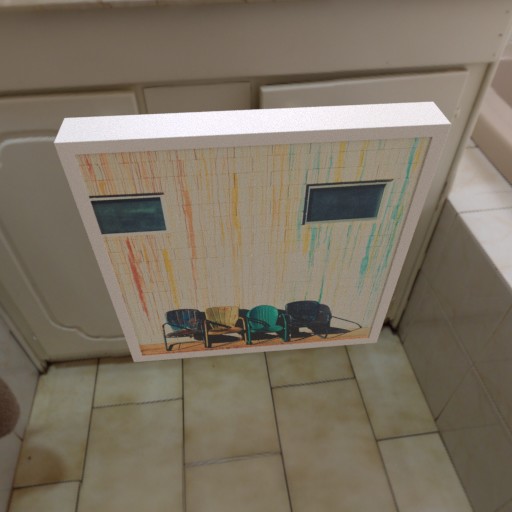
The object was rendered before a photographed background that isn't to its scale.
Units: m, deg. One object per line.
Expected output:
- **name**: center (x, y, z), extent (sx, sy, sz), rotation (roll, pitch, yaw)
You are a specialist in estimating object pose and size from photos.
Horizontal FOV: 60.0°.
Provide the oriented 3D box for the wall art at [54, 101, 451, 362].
- **wall art**: center (0.000, 0.000, 0.460), extent (0.305, 0.305, 0.038), rotation (-4, 45, -4)
